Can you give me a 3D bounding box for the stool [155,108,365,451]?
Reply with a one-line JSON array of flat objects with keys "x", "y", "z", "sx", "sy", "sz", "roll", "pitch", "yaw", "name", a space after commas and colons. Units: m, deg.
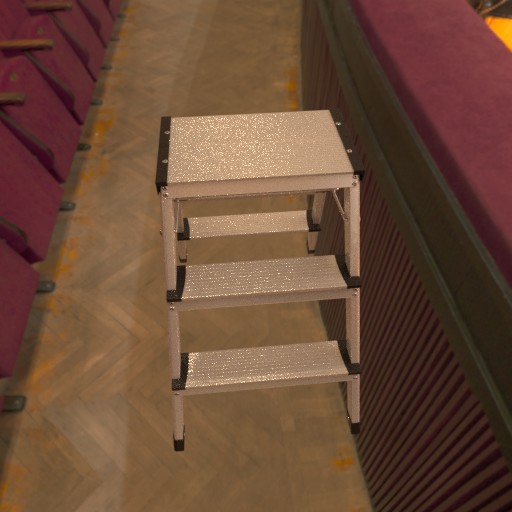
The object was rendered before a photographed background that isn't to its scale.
[{"x": 0.000, "y": 0.000, "z": 1.013, "sx": 0.437, "sy": 0.605, "sz": 0.622, "roll": -4, "pitch": 48, "yaw": -4, "name": "stool"}]
